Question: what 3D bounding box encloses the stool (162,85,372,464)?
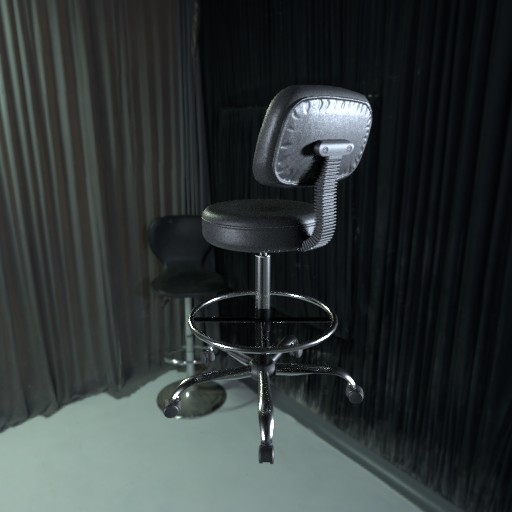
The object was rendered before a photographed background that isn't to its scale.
[{"bbox_3d":[0.000,0.000,1.538,0.694,1.069,0.658,-14,21,-41],"label":"stool"}]
